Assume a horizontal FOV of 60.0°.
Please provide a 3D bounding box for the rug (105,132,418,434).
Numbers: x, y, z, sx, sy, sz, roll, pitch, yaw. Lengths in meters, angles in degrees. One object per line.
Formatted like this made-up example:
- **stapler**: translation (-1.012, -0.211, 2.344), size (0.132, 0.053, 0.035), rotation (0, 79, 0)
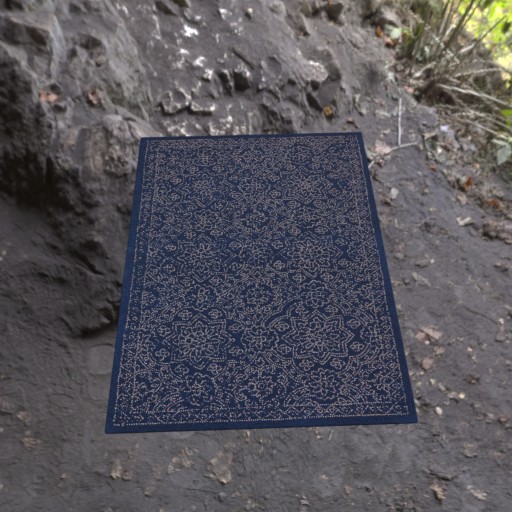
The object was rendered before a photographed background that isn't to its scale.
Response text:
- **rug**: translation (0.000, 0.000, 4.162), size (2.438, 0.010, 3.048), rotation (-2, 62, -1)
